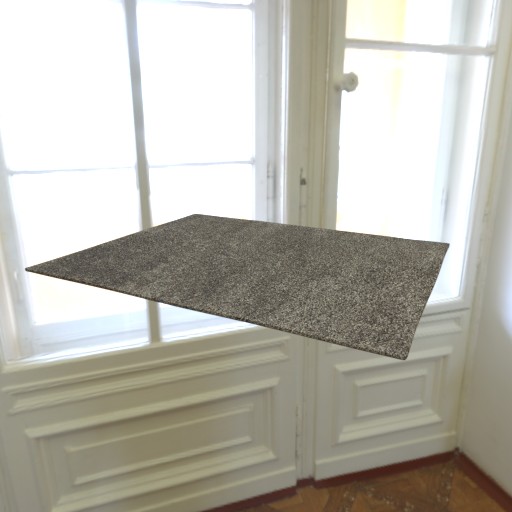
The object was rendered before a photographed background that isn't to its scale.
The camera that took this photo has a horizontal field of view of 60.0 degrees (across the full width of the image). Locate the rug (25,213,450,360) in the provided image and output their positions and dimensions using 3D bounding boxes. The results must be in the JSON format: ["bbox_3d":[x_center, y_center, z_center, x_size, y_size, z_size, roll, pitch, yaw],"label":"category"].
[{"bbox_3d":[0.000,0.000,3.954,3.000,0.025,2.401,9,20,26],"label":"rug"}]
